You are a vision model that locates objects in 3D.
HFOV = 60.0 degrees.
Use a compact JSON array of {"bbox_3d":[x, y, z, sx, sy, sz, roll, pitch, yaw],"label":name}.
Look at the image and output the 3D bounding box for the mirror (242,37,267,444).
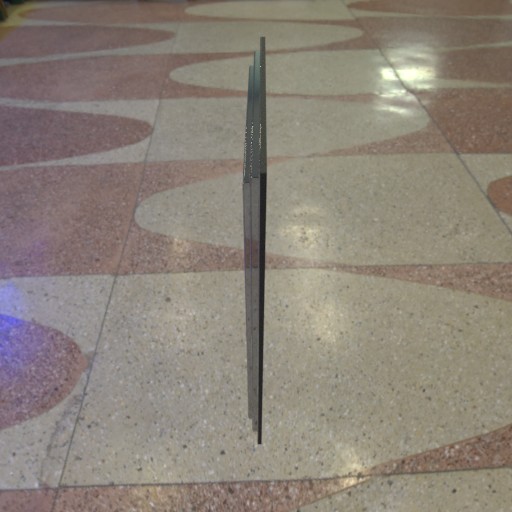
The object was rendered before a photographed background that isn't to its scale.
[{"bbox_3d":[0.000,0.000,1.186,0.039,0.914,0.613,0,43,0],"label":"mirror"}]
